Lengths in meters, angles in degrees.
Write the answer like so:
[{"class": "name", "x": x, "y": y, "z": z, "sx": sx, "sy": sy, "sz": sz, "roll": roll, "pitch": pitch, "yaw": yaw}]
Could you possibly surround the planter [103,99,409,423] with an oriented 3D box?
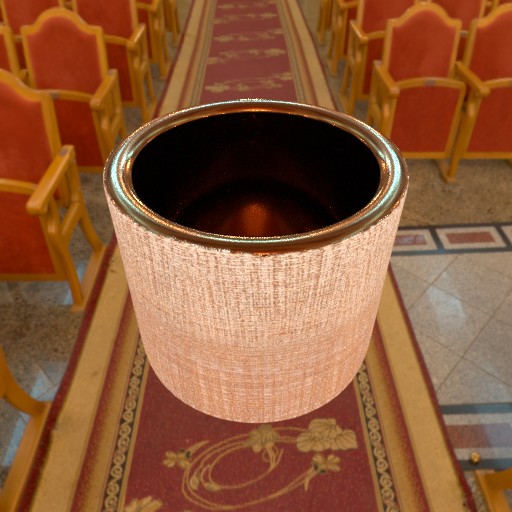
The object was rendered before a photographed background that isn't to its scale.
[{"class": "planter", "x": 0.000, "y": 0.000, "z": 0.311, "sx": 0.177, "sy": 0.157, "sz": 0.177, "roll": 0, "pitch": 41, "yaw": 0}]
